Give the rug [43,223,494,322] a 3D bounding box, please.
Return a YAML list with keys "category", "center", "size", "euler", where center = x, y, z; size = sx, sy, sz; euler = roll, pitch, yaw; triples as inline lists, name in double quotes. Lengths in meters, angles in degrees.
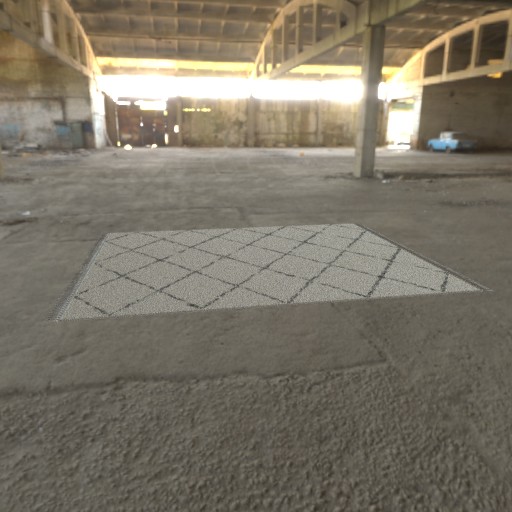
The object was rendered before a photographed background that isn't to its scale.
- category: "rug"
  center: [0.000, 0.000, 4.047]
  size: [3.051, 0.013, 2.380]
  euler: [-3, 16, -10]
